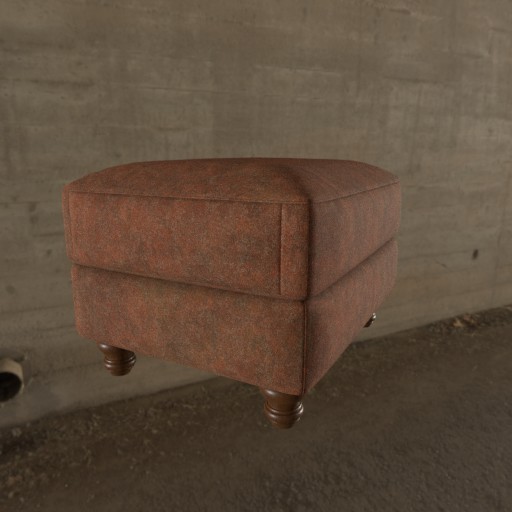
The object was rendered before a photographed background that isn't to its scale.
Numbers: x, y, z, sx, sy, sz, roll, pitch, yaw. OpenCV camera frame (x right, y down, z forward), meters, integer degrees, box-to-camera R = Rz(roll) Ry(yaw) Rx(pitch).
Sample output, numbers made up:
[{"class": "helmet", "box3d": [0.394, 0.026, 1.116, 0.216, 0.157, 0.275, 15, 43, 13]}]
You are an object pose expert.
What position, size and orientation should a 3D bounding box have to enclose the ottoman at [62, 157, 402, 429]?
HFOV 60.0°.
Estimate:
[{"class": "ottoman", "box3d": [0.000, 0.000, 1.169, 0.635, 0.508, 0.787, 7, 15, 28]}]
